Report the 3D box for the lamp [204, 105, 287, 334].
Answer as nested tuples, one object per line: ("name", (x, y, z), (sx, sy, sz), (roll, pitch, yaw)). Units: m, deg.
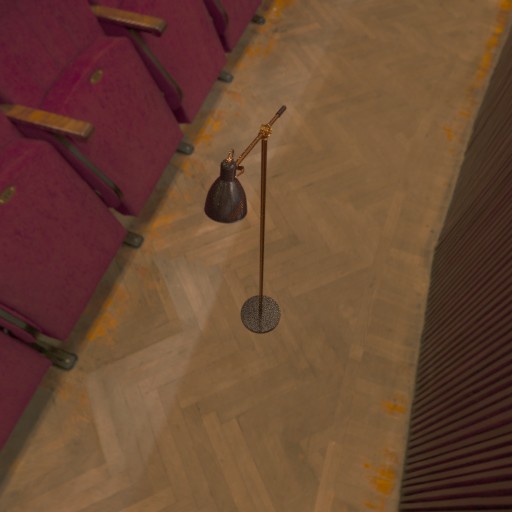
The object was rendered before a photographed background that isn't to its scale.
("lamp", (0.000, 0.000, 1.889), (0.235, 1.628, 0.618), (17, 61, 10))
